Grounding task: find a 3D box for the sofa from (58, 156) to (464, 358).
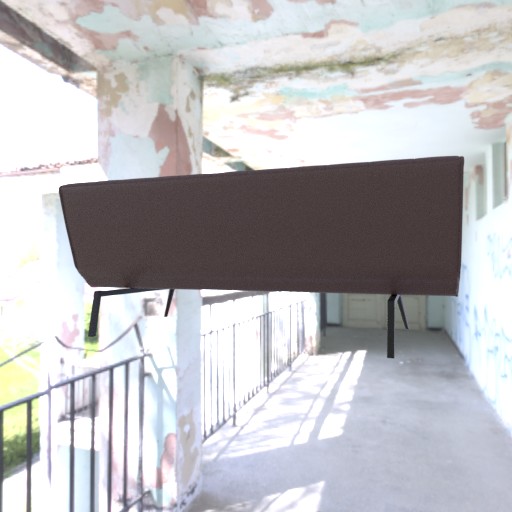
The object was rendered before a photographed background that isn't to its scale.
[{"bbox_3d":[0.000,0.000,2.058,1.703,0.699,0.747,0,-1,20],"label":"sofa"}]
